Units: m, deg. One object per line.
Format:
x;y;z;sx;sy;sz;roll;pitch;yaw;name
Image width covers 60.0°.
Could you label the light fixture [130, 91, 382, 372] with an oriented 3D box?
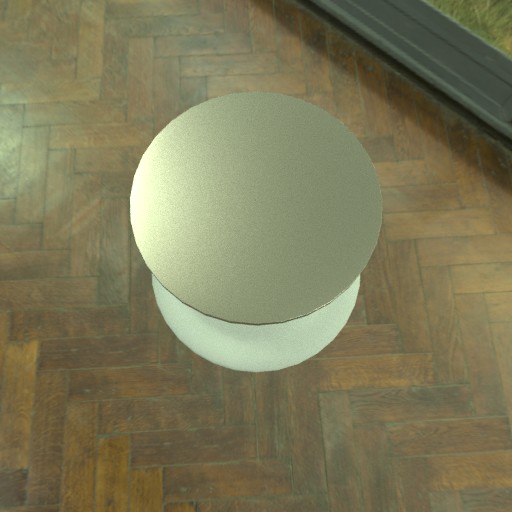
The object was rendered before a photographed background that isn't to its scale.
0.000;0.000;0.391;0.199;0.254;0.199;0;74;0;light fixture
